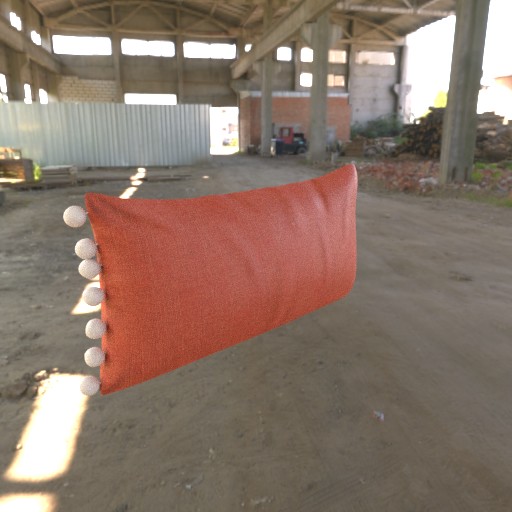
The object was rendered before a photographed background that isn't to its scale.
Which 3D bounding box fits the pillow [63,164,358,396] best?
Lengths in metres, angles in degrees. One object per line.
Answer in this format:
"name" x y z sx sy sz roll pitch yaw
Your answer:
"pillow" 0.000 0.000 0.848 0.201 0.322 0.709 14 20 43
